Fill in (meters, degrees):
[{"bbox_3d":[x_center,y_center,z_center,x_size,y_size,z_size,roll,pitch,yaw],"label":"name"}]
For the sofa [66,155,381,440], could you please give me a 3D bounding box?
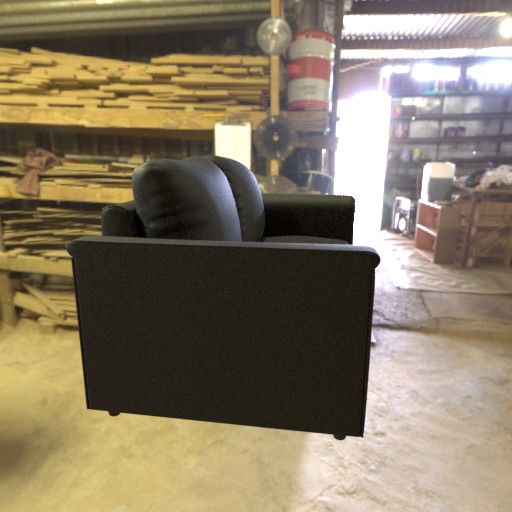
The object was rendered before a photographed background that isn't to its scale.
[{"bbox_3d":[0.000,0.000,1.912,0.887,0.845,1.386,2,14,9],"label":"sofa"}]
